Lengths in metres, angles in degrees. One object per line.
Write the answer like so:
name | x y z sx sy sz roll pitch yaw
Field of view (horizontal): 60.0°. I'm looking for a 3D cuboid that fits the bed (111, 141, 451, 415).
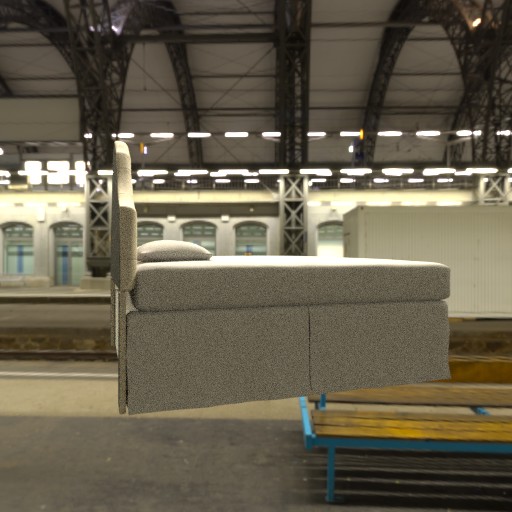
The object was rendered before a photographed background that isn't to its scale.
bed | 0.000 0.000 3.413 2.086 1.555 2.012 0 0 -19
